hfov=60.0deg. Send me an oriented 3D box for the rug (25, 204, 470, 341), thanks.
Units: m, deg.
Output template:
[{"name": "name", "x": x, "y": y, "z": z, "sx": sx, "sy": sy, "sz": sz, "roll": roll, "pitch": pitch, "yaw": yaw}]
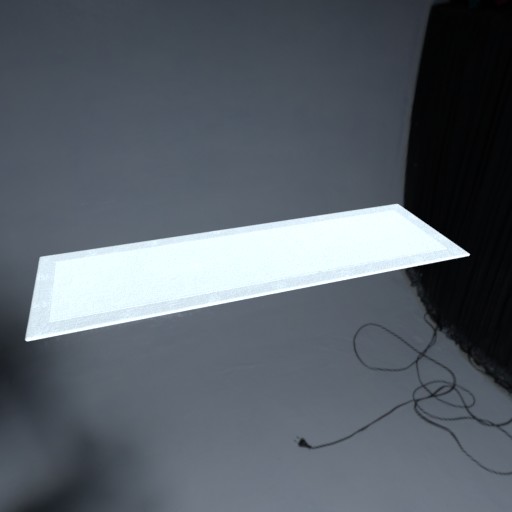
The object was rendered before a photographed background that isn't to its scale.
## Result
[{"name": "rug", "x": 0.000, "y": 0.000, "z": 2.618, "sx": 2.430, "sy": 0.012, "sz": 0.759, "roll": -10, "pitch": 32, "yaw": -15}]
